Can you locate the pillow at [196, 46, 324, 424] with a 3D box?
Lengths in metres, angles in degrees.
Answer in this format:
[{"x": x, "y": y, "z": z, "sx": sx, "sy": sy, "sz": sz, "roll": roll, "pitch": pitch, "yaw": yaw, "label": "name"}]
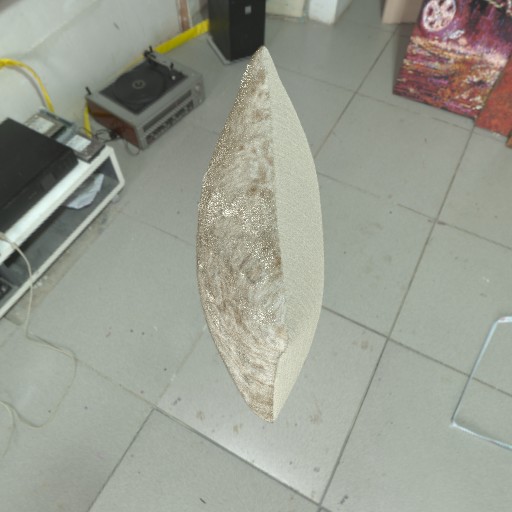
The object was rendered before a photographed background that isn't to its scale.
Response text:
[{"x": 0.000, "y": 0.000, "z": 0.825, "sx": 0.216, "sy": 0.525, "sz": 0.538, "roll": -1, "pitch": 58, "yaw": -1, "label": "pillow"}]
